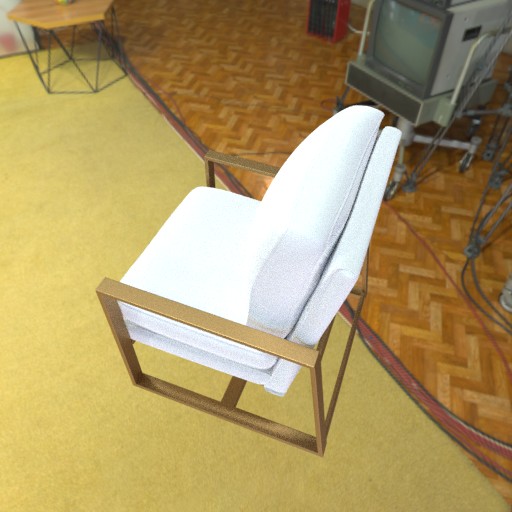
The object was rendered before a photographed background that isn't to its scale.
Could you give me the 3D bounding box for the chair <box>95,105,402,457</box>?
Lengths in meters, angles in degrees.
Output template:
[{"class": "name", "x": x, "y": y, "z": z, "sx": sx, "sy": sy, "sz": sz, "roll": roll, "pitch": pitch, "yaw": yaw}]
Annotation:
[{"class": "chair", "x": 0.000, "y": 0.000, "z": 1.568, "sx": 0.813, "sy": 0.966, "sz": 0.805, "roll": 15, "pitch": 48, "yaw": 14}]
